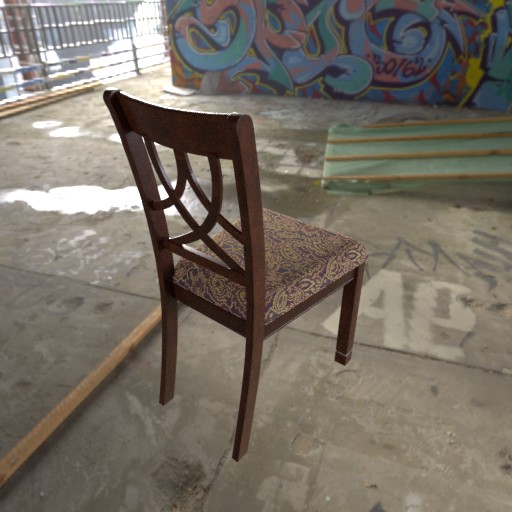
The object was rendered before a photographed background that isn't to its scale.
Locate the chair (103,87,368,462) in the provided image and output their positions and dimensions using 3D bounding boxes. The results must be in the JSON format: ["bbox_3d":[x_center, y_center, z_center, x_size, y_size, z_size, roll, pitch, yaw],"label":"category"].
[{"bbox_3d":[0.000,0.000,1.294,0.457,0.965,0.584,23,38,33],"label":"chair"}]
